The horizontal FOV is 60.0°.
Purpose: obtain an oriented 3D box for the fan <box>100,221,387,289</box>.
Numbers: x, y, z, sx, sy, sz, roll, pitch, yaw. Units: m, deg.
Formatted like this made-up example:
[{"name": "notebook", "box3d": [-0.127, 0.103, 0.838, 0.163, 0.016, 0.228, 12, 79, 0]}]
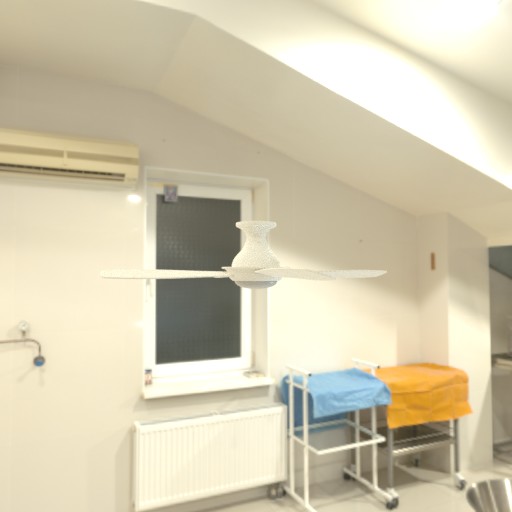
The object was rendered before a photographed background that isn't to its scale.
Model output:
[{"name": "fan", "box3d": [0.000, 0.000, 2.560, 1.693, 0.382, 1.694, 1, -2, -18]}]
